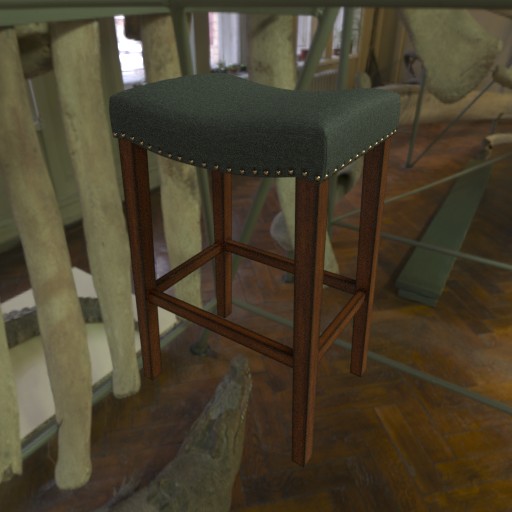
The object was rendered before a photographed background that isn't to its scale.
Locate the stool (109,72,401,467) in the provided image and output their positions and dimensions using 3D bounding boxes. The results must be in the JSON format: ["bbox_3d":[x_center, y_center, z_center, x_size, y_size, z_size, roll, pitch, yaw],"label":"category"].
[{"bbox_3d":[0.000,0.000,1.050,0.502,0.760,0.366,19,35,29],"label":"stool"}]
